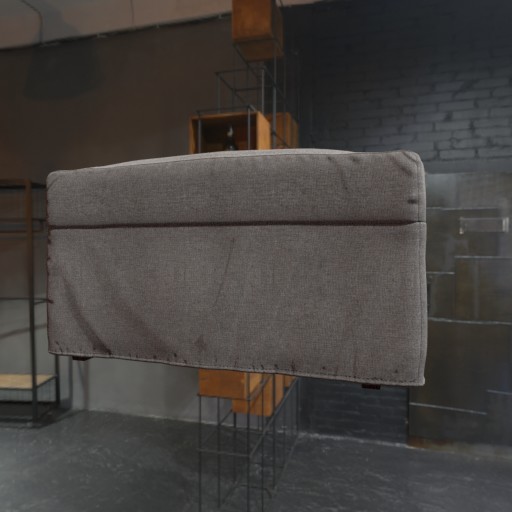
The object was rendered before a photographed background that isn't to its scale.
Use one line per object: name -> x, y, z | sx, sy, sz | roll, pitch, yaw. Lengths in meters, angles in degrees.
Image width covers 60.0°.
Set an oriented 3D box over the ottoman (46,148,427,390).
ottoman -> 0.000, 0.000, 1.197 | 0.833, 0.492, 0.652 | 0, 2, 18
